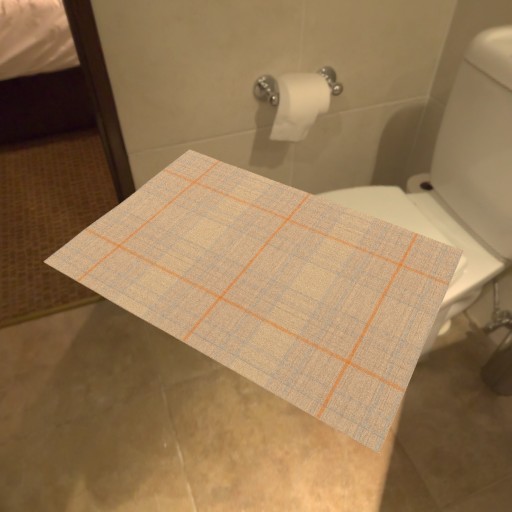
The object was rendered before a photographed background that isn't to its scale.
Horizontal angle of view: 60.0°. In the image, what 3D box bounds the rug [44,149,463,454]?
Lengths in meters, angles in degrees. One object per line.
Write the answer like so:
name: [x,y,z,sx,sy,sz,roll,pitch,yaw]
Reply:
rug: [0.000,0.000,2.318,1.825,0.015,1.232,24,51,21]
